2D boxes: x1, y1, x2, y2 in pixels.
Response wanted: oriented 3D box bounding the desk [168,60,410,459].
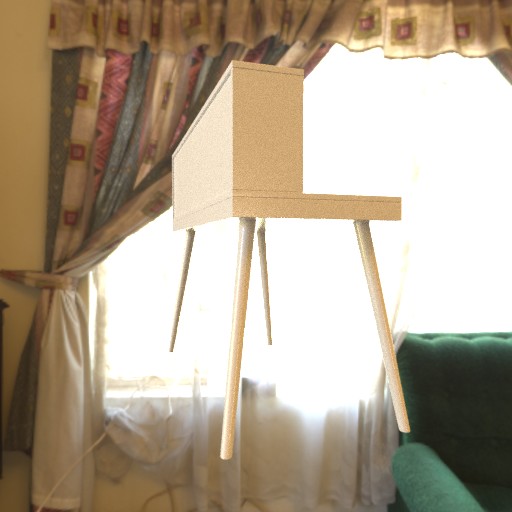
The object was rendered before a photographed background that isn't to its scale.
[{"bbox_3d":[0.000,0.000,1.747,0.559,0.990,1.199,0,1,-18],"label":"desk"}]
